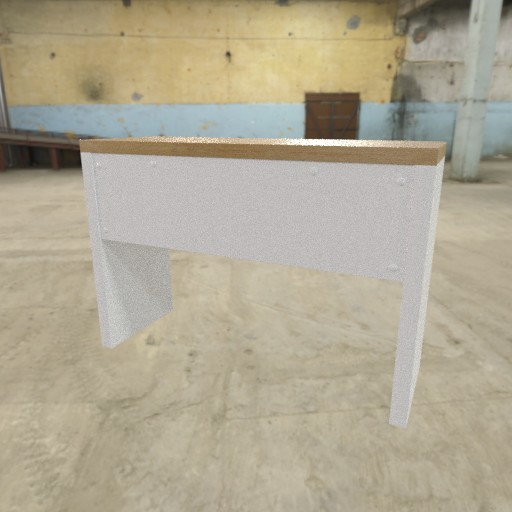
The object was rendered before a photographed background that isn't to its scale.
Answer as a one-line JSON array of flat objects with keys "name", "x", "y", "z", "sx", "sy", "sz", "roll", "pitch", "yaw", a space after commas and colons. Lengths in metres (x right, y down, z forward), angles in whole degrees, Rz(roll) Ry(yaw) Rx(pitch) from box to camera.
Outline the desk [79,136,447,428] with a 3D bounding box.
[{"name": "desk", "x": 0.000, "y": 0.000, "z": 1.509, "sx": 1.100, "sy": 0.760, "sz": 0.390, "roll": 8, "pitch": 19, "yaw": 24}]
